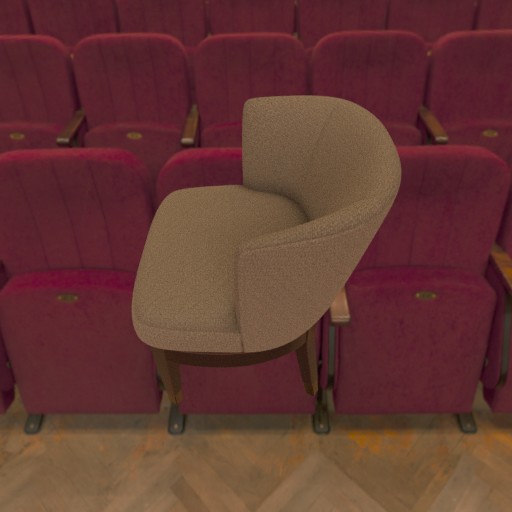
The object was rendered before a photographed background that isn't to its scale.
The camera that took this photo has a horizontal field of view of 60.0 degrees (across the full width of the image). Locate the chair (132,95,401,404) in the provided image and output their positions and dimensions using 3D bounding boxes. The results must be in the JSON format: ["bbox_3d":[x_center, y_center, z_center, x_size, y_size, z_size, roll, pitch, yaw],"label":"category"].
[{"bbox_3d":[0.000,0.000,1.312,0.660,0.760,0.700,0,42,0],"label":"chair"}]
